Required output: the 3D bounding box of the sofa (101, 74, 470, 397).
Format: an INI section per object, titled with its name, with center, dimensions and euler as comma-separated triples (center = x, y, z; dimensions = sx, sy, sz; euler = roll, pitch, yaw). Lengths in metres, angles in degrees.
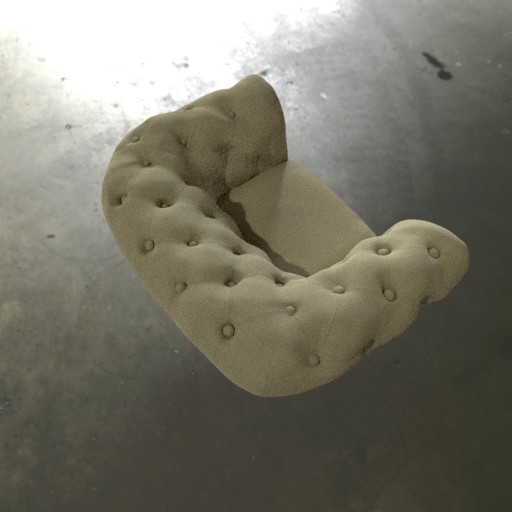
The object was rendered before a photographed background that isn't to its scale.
[sofa]
center = 0.000, 0.000, 2.047
dimensions = 1.034, 0.878, 1.405
euler = -33, 63, -19
